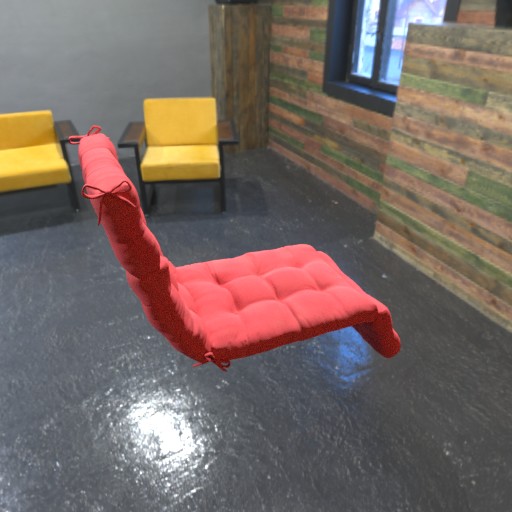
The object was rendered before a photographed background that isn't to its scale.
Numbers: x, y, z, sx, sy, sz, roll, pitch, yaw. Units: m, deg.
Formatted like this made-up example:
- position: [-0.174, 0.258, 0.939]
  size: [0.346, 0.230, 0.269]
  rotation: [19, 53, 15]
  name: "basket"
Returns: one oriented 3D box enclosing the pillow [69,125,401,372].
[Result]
- position: [0.000, 0.000, 1.507]
  size: [1.016, 0.863, 0.526]
  rotation: [-12, 32, -20]
  name: "pillow"
